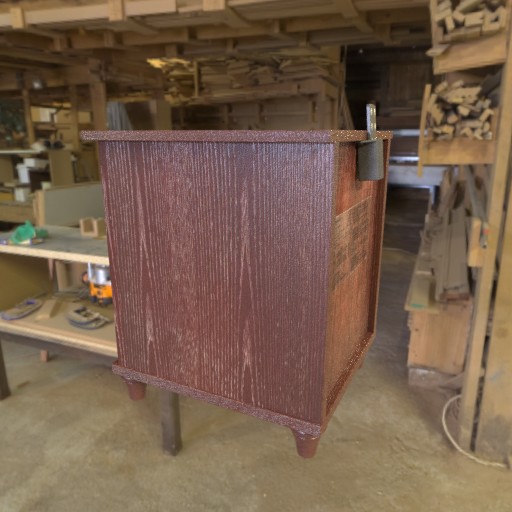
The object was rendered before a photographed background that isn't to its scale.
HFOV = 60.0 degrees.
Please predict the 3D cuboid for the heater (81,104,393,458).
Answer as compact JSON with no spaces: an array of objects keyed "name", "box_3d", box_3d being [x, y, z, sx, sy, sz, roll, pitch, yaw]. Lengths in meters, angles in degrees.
[{"name":"heater","box_3d":[0.000,0.000,0.757,0.400,0.481,0.362,8,17,26]}]
